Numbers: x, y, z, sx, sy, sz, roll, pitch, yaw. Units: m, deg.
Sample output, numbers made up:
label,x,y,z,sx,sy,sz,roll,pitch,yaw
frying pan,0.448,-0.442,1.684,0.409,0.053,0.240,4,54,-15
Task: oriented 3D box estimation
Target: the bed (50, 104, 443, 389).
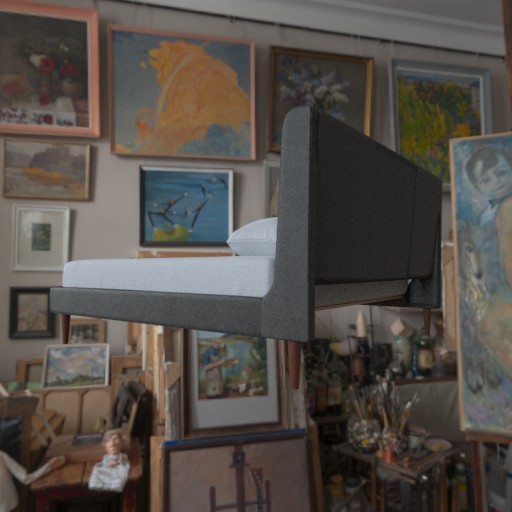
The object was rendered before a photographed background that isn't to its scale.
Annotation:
label,x,y,z,sx,sy,sz,roll,pitch,yaw
bed,0.000,0.000,3.103,2.031,1.158,1.903,-1,-2,37
